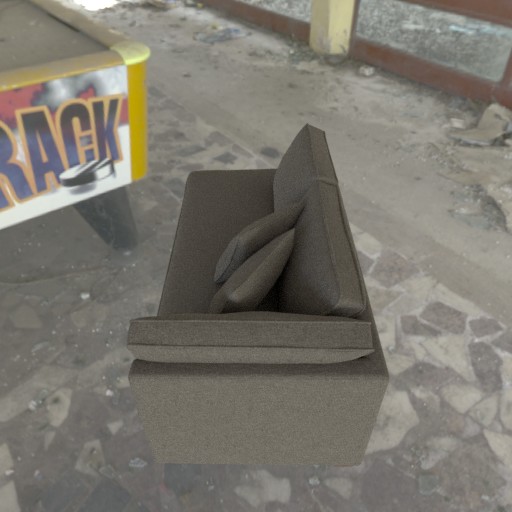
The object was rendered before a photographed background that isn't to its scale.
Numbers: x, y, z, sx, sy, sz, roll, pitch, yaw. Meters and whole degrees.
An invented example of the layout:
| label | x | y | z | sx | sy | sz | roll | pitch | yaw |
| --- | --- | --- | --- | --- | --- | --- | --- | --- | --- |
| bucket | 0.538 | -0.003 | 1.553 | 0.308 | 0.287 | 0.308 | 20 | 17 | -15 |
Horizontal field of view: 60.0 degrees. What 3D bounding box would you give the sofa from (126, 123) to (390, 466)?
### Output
| label | x | y | z | sx | sy | sz | roll | pitch | yaw |
| --- | --- | --- | --- | --- | --- | --- | --- | --- | --- |
| sofa | 0.000 | 0.000 | 2.804 | 1.110 | 1.033 | 2.237 | 0 | 40 | 0 |
